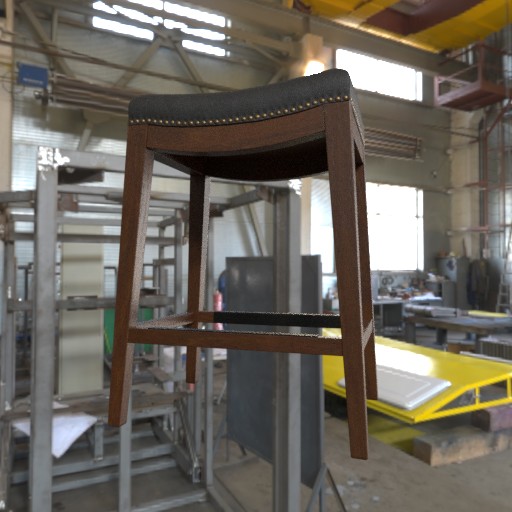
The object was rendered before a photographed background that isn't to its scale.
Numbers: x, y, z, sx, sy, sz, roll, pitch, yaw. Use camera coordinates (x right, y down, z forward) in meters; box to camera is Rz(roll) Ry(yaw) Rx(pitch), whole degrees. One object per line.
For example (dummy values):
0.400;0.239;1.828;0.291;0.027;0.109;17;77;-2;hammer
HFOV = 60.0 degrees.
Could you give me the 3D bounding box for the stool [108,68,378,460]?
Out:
0.000;0.000;0.957;0.490;0.664;0.353;0;-1;18;stool
